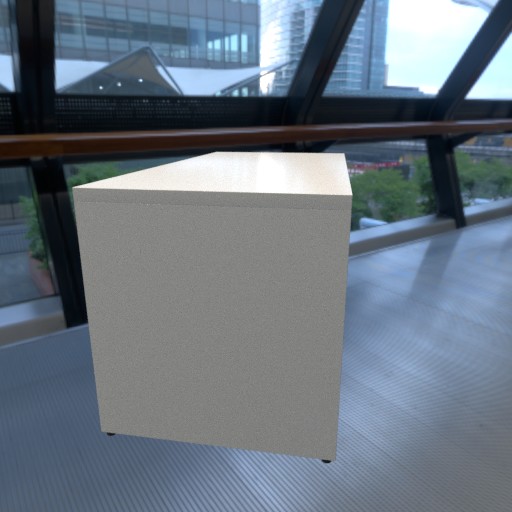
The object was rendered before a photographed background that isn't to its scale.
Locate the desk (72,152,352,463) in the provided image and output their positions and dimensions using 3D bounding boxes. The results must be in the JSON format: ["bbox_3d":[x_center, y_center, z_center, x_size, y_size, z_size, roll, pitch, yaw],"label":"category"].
[{"bbox_3d":[0.000,0.000,1.823,0.690,0.740,1.400,3,17,10],"label":"desk"}]
